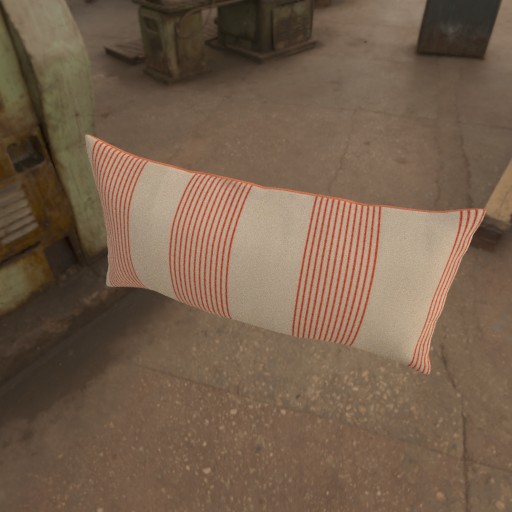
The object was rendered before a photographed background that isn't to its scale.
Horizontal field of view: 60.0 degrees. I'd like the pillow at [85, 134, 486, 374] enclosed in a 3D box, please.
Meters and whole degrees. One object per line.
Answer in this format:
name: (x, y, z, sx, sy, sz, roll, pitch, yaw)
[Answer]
pillow: (0.000, 0.000, 0.713, 0.608, 0.292, 0.156, 13, 43, 15)
